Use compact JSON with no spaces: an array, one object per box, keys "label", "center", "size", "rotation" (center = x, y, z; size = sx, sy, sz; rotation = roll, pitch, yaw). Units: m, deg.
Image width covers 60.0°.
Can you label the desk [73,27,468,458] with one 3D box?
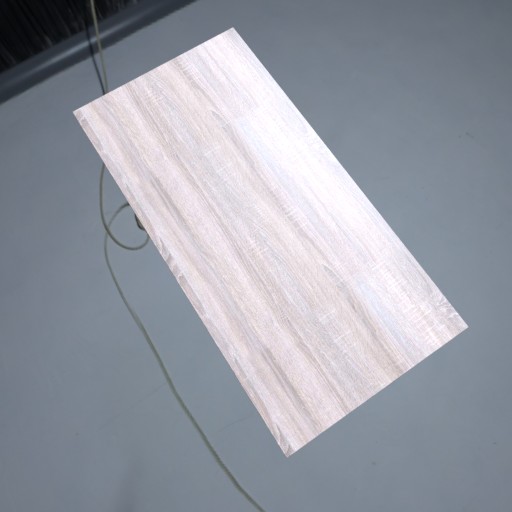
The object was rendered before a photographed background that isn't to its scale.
[{"label":"desk","center":[0.000,0.000,1.441],"size":[0.495,0.762,0.991],"rotation":[-32,76,-9]}]
